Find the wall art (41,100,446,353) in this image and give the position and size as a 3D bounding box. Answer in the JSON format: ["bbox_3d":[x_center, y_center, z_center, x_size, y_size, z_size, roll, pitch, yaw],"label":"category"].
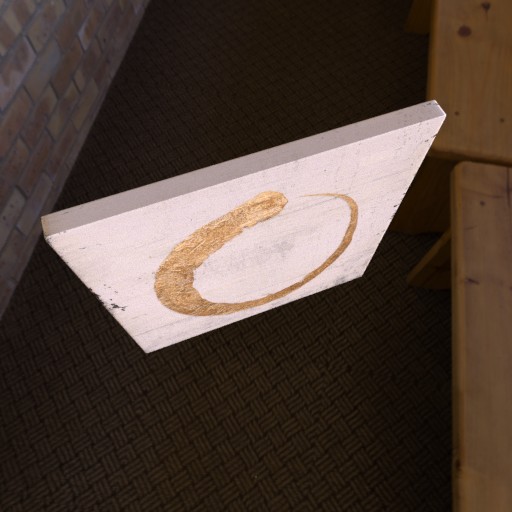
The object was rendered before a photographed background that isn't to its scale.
[{"bbox_3d":[0.000,0.000,0.909,0.610,0.611,0.040,-19,65,-9],"label":"wall art"}]
